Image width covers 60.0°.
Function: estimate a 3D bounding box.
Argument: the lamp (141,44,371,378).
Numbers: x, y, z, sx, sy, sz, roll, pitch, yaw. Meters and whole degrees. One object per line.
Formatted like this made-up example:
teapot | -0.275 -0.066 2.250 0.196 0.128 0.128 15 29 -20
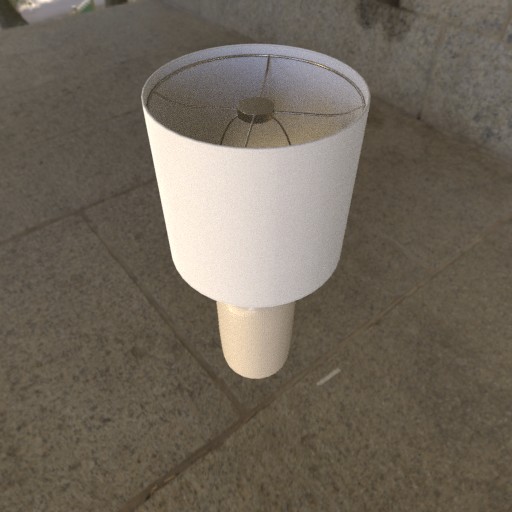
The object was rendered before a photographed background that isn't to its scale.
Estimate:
lamp | 0.000 0.000 0.603 0.220 0.475 0.220 16 48 15
